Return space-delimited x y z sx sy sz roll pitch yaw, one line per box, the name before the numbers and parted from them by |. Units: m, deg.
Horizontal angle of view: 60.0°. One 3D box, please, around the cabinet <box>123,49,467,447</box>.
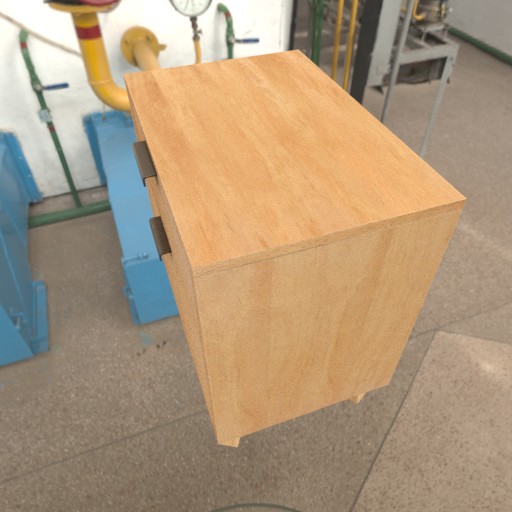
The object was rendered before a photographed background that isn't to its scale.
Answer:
cabinet | 0.000 0.000 0.932 0.394 0.599 0.551 -14 47 -14
